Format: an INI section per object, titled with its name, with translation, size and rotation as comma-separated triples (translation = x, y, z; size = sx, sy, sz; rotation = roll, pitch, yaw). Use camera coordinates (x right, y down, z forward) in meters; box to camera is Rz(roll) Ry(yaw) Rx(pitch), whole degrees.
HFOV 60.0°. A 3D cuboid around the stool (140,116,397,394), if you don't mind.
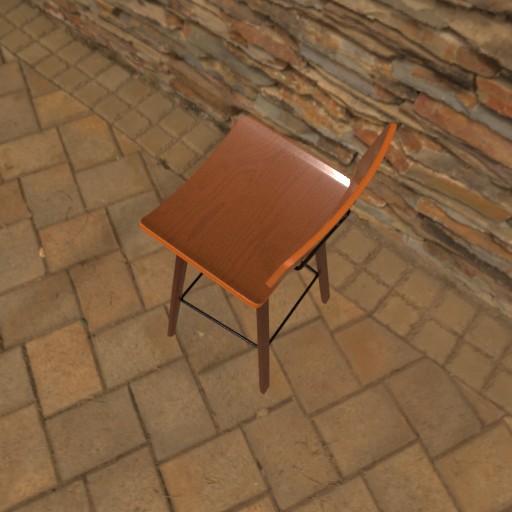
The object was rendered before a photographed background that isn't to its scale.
[stool]
translation = 0.000, 0.000, 1.239
size = 0.440, 0.969, 0.509
rotation = 32, 67, 15
